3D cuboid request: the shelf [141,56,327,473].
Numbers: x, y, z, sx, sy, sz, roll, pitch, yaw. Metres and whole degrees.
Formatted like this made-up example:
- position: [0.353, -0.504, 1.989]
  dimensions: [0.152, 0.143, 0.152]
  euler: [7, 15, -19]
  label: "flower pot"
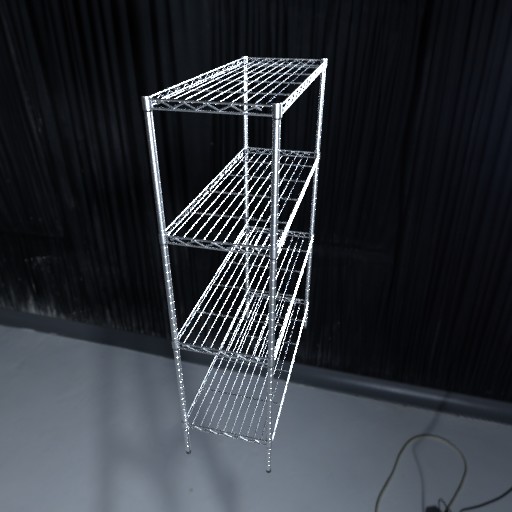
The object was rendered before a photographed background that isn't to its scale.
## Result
- position: [0.000, 0.000, 1.761]
  dimensions: [0.352, 1.360, 0.907]
  euler: [7, 31, 12]
  label: "shelf"
